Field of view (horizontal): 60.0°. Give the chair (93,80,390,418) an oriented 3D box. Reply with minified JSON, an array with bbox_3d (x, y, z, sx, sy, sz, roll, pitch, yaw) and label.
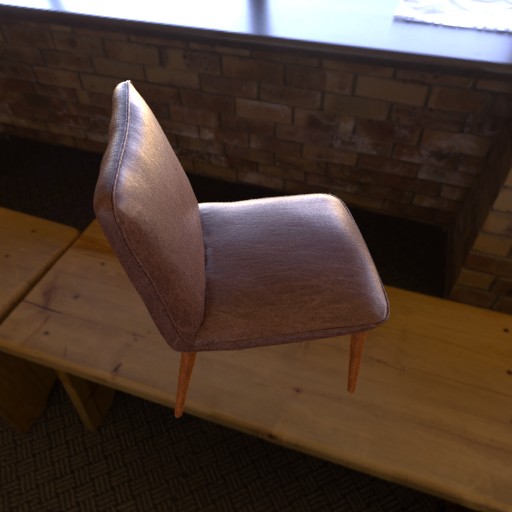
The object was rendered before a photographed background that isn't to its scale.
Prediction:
[{"bbox_3d":[0.000,0.000,1.186,0.645,0.803,0.543,-9,46,-9],"label":"chair"}]
